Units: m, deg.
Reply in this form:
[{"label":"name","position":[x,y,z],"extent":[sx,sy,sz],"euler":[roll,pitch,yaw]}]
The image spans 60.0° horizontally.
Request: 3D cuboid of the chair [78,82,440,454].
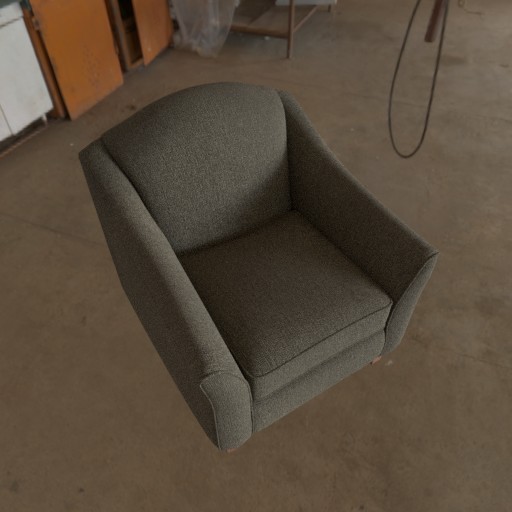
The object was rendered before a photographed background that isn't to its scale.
[{"label":"chair","position":[0.000,0.000,1.411],"extent":[0.763,0.839,0.787],"euler":[-24,50,-22]}]
